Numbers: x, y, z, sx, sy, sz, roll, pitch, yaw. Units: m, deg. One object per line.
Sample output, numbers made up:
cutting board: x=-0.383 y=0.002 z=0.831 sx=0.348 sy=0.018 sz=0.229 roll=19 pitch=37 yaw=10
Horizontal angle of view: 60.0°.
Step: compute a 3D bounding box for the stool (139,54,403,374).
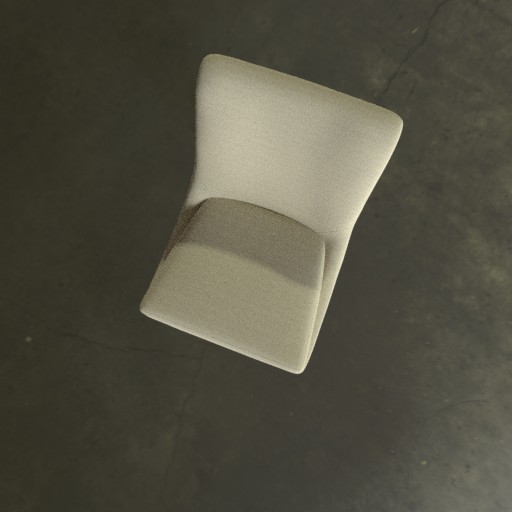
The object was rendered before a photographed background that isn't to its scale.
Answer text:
stool: x=0.000 y=0.000 z=1.318 sx=0.483 sy=0.991 sz=0.559 roll=20 pitch=78 yaw=5
